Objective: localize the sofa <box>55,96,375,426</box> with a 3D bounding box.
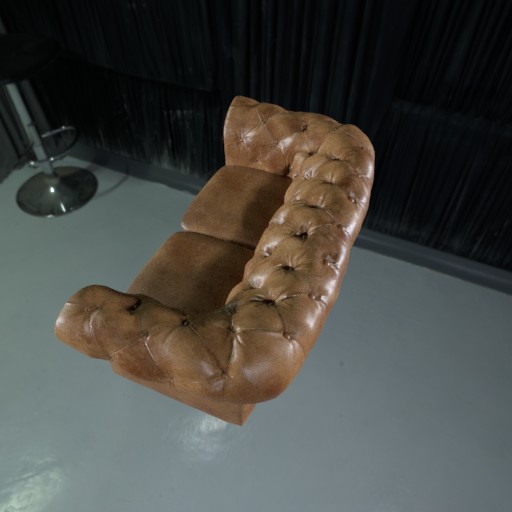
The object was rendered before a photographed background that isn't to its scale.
[{"bbox_3d":[0.000,0.000,2.518,1.042,0.877,1.979,17,51,14],"label":"sofa"}]
